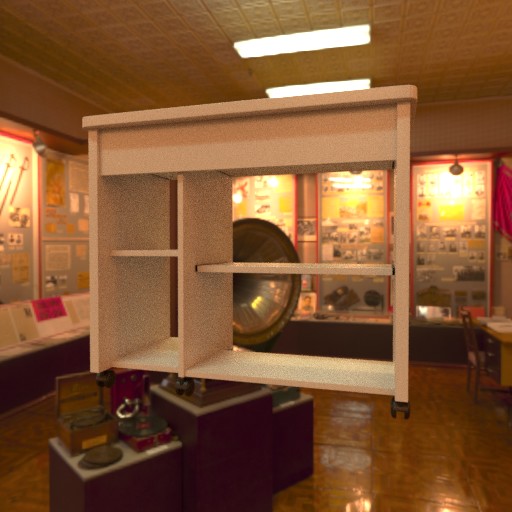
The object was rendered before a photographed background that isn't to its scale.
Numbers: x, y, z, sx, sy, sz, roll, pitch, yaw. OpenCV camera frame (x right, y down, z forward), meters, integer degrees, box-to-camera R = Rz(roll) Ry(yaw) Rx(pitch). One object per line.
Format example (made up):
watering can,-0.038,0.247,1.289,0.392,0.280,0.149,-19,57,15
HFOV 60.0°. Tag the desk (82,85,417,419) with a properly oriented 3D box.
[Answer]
desk,0.000,0.000,1.319,0.877,0.763,0.475,0,1,17
